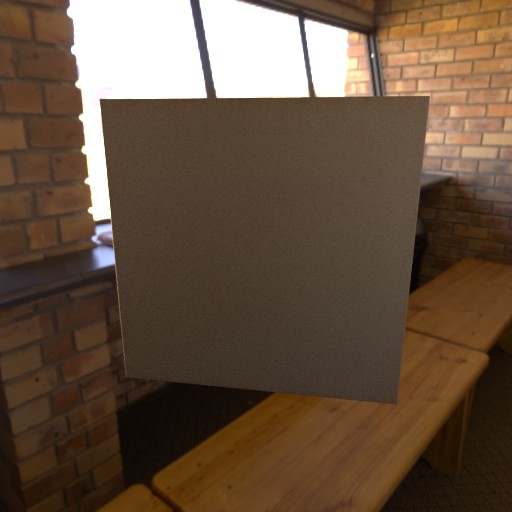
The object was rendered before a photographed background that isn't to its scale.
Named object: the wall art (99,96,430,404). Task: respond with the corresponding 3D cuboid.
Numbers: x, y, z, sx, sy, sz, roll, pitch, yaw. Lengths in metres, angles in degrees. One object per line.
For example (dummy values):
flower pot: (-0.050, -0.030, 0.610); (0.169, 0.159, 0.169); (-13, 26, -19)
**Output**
wall art: (0.000, 0.000, 0.753); (0.503, 0.506, 0.030); (3, 17, 9)
